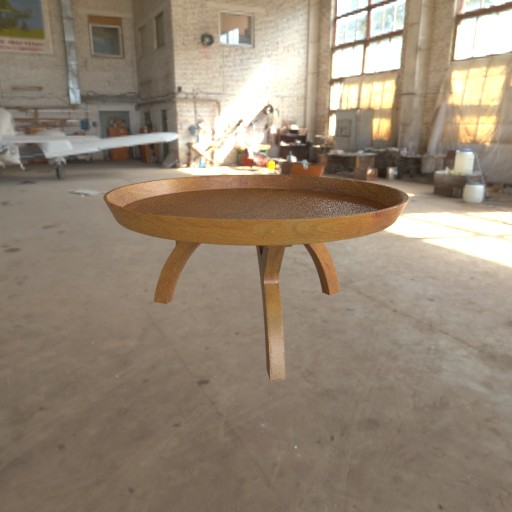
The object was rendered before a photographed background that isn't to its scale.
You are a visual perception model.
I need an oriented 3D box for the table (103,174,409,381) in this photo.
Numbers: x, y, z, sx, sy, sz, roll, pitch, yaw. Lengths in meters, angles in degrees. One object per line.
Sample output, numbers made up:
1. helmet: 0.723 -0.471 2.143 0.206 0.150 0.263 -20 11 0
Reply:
1. table: 0.000 0.000 1.582 1.016 0.470 1.016 0 16 0
